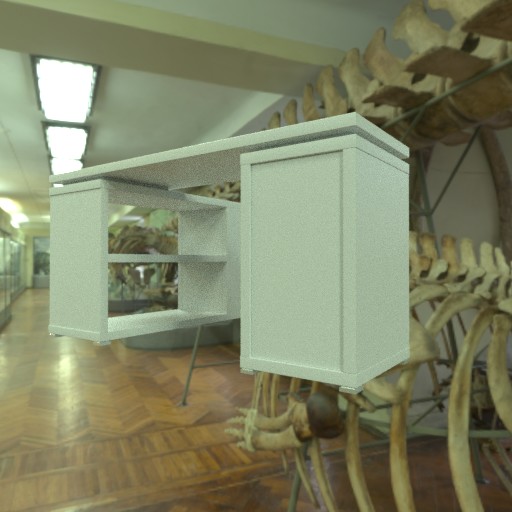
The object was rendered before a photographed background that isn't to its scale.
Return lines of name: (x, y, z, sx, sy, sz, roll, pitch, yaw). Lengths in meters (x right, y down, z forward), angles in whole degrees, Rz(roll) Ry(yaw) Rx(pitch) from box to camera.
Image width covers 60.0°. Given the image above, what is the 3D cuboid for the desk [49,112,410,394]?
desk: (0.000, 0.000, 2.112, 1.524, 0.753, 1.200, 0, -1, 36)
